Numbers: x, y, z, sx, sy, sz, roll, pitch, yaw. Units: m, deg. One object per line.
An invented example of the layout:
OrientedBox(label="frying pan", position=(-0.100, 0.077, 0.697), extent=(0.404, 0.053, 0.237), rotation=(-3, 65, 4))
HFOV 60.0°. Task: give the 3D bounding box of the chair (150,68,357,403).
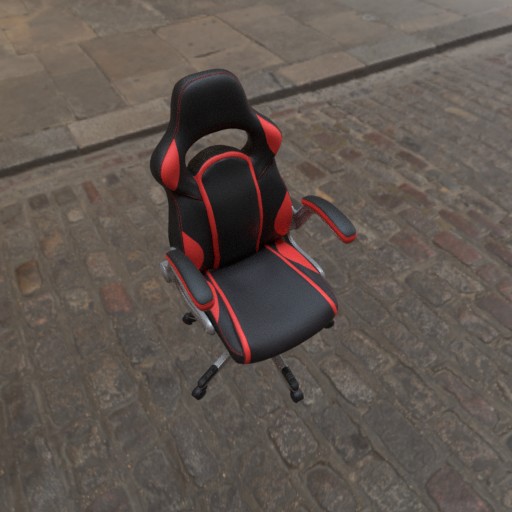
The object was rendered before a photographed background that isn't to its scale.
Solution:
OrientedBox(label="chair", position=(0.000, 0.000, 1.669), extent=(0.758, 1.165, 0.712), rotation=(-24, 50, -22))
